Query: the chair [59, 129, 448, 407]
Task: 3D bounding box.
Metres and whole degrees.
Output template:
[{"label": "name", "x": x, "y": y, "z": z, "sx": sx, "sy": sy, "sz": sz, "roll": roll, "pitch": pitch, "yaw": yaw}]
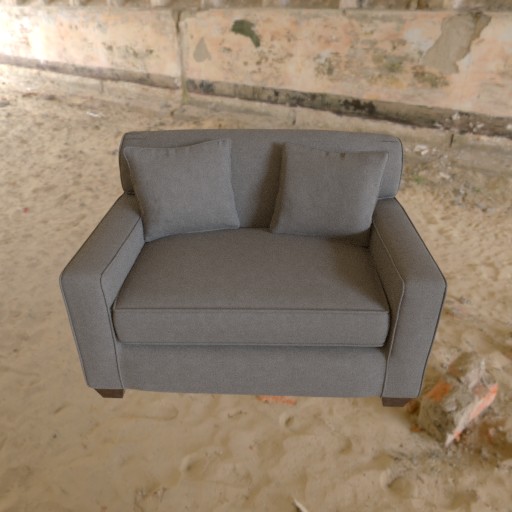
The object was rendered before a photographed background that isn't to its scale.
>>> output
[{"label": "chair", "x": 0.000, "y": 0.000, "z": 2.021, "sx": 1.395, "sy": 0.953, "sz": 0.992, "roll": 1, "pitch": 31, "yaw": 2}]
